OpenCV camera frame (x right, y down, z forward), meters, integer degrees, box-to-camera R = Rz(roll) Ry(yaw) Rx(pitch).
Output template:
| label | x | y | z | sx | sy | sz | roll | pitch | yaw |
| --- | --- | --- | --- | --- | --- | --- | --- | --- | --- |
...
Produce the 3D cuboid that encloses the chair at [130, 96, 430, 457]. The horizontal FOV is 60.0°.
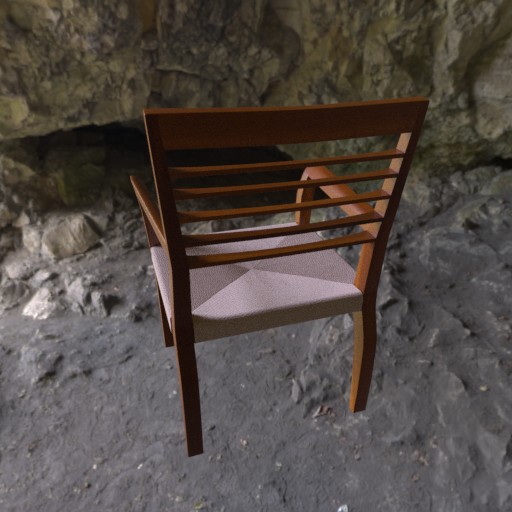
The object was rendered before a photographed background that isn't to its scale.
| label | x | y | z | sx | sy | sz | roll | pitch | yaw |
| --- | --- | --- | --- | --- | --- | --- | --- | --- | --- |
| chair | 0.000 | 0.000 | 1.207 | 0.587 | 0.855 | 0.540 | -8 | 28 | -16 |
